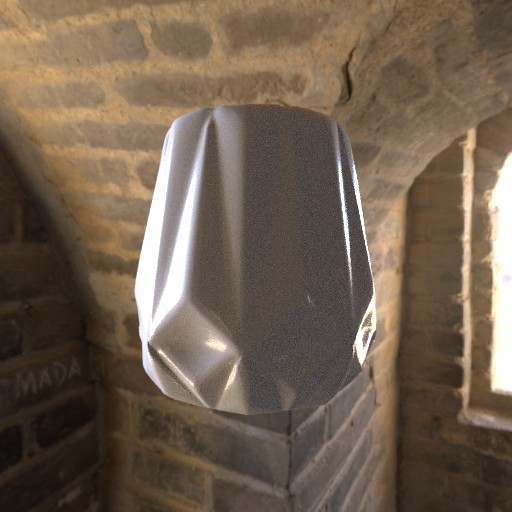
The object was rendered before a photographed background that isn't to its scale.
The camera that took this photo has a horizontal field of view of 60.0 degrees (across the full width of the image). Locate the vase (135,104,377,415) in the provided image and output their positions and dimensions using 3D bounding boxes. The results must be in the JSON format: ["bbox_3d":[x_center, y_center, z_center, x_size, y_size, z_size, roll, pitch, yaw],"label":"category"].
[{"bbox_3d":[0.000,0.000,0.266,0.141,0.152,0.141,0,2,0],"label":"vase"}]
